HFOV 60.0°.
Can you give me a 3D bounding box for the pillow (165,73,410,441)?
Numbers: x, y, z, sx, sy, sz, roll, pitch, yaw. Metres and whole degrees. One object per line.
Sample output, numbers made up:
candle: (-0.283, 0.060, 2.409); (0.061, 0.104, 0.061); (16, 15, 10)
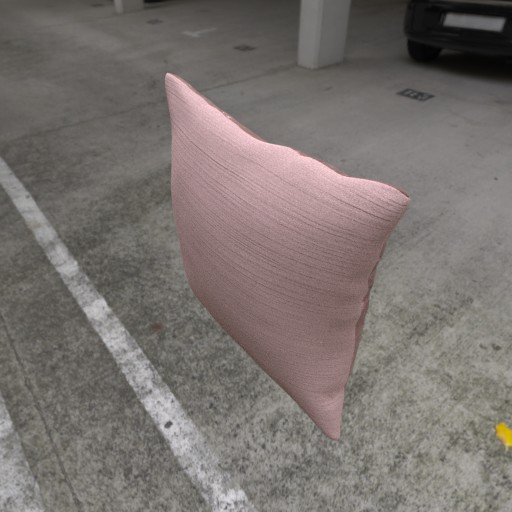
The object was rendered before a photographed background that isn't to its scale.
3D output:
pillow: (0.000, 0.000, 0.715); (0.175, 0.464, 0.470); (-27, 48, -27)
